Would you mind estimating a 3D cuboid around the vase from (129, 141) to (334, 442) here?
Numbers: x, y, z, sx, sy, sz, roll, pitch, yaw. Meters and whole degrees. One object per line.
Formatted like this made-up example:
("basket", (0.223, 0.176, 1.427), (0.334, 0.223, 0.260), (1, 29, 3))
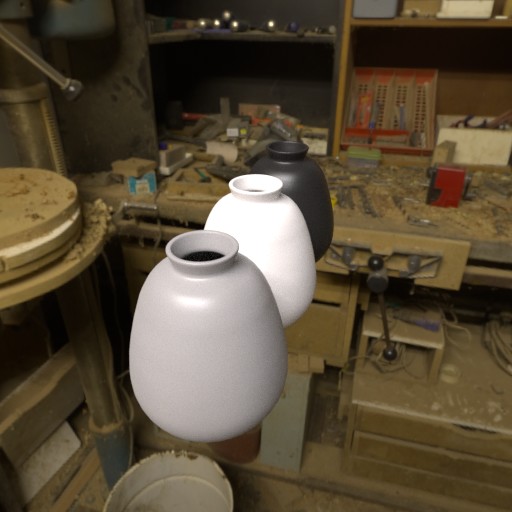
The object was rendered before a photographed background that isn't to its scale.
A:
("vase", (0.000, 0.000, 0.352), (0.097, 0.122, 0.297), (8, 31, 14))
